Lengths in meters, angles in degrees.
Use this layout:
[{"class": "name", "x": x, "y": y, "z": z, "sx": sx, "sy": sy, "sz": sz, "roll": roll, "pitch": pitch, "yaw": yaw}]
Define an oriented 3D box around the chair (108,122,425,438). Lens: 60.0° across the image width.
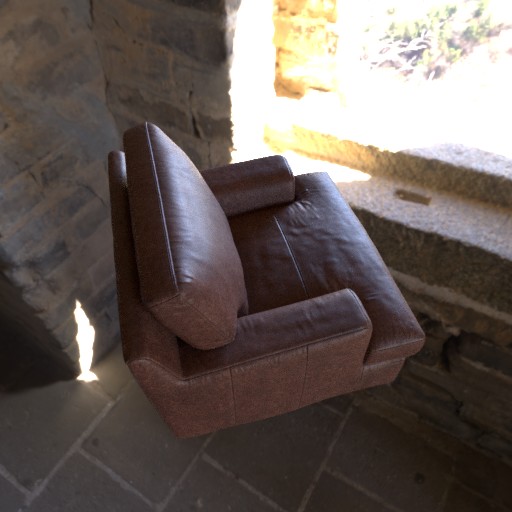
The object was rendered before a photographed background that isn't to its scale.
[{"class": "chair", "x": 0.000, "y": 0.000, "z": 1.997, "sx": 1.143, "sy": 0.939, "sz": 1.168, "roll": -11, "pitch": 50, "yaw": -10}]
